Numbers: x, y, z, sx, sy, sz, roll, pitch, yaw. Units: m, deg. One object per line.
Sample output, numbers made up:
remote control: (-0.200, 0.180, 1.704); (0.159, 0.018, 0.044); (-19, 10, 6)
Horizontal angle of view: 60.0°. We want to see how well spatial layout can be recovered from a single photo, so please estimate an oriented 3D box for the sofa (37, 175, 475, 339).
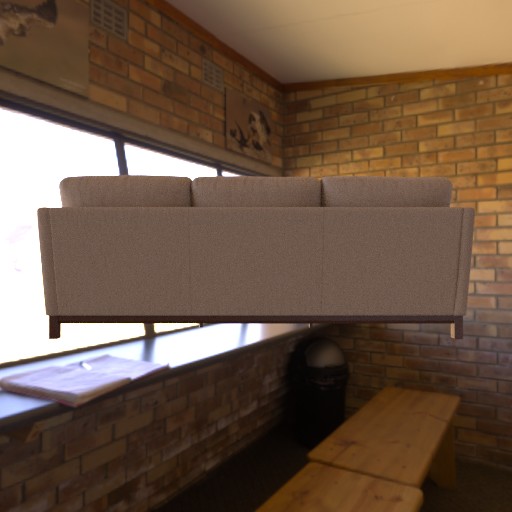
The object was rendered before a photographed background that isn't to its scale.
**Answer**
sofa: (0.000, 0.000, 2.802); (2.321, 0.913, 1.000); (0, 0, 0)
